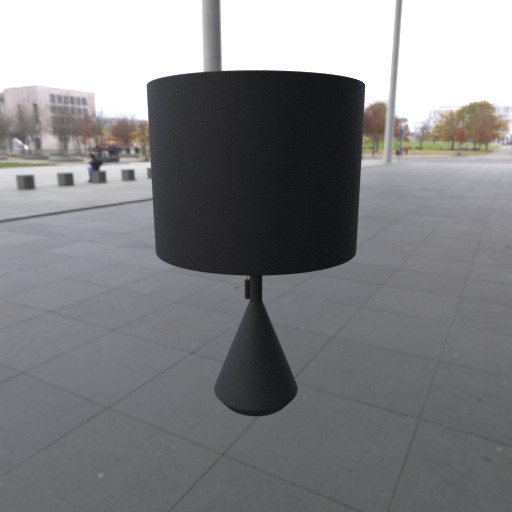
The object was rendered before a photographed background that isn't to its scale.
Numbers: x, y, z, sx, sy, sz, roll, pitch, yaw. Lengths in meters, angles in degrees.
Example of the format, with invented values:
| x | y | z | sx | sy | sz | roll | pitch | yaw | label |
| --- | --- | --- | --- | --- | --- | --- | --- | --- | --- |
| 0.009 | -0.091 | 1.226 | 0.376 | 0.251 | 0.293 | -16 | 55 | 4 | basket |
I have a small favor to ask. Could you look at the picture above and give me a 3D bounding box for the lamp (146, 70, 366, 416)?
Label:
| x | y | z | sx | sy | sz | roll | pitch | yaw | label |
| --- | --- | --- | --- | --- | --- | --- | --- | --- | --- |
| 0.000 | 0.000 | 0.816 | 0.359 | 0.584 | 0.359 | 13 | 19 | 43 | lamp |
